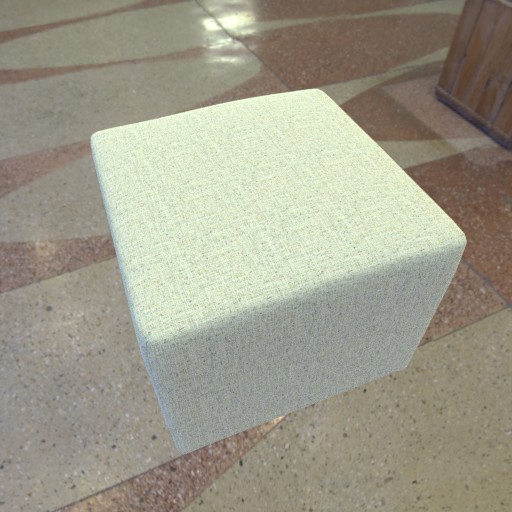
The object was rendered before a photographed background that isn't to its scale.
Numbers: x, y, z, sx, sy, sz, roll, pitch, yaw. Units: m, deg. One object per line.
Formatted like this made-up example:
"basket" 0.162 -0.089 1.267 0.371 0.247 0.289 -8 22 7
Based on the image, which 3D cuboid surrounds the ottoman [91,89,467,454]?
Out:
"ottoman" 0.000 0.000 0.903 0.512 0.453 0.521 -16 50 -14
